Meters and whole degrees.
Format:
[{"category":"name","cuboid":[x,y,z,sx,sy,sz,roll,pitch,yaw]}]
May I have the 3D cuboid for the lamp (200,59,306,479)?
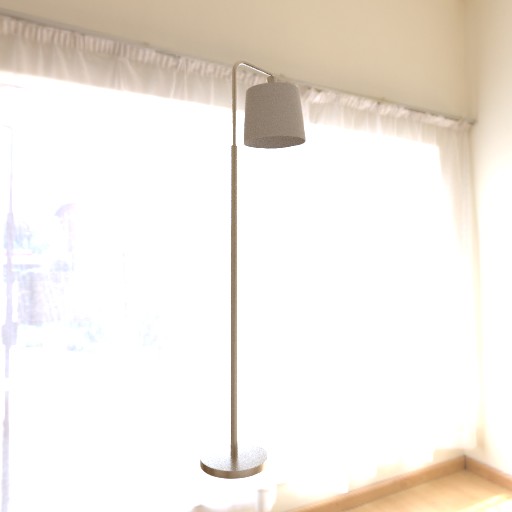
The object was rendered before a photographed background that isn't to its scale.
[{"category":"lamp","cuboid":[0.000,0.000,1.695,0.254,1.478,0.508,0,0,37]}]
